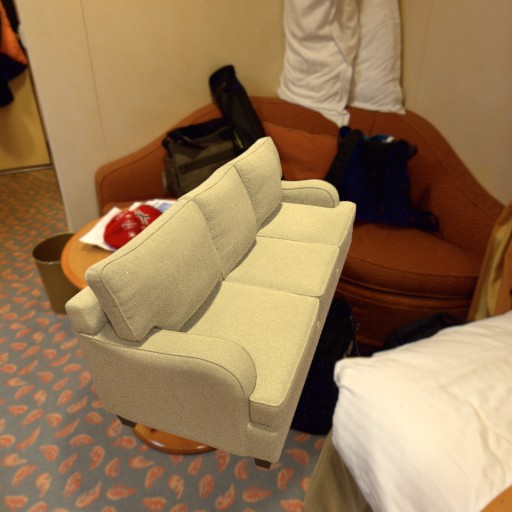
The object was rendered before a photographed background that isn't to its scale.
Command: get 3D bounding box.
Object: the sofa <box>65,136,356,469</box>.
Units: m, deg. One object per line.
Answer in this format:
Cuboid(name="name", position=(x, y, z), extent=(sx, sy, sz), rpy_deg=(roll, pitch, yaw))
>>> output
Cuboid(name="sofa", position=(0.000, 0.000, 2.877), extent=(1.016, 0.991, 2.323), rpy_deg=(9, 31, 16))
